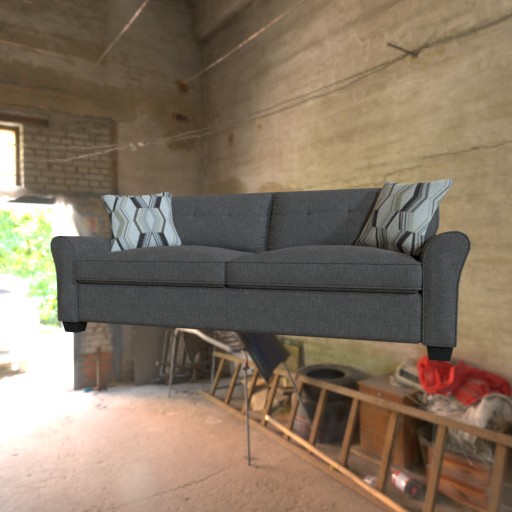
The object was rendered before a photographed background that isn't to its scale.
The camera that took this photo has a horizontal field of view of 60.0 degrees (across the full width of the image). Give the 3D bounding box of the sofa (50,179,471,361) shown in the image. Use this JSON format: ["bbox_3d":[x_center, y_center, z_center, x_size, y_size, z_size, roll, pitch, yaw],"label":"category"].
[{"bbox_3d":[0.000,0.000,2.425,2.032,0.813,0.889,0,1,19],"label":"sofa"}]
